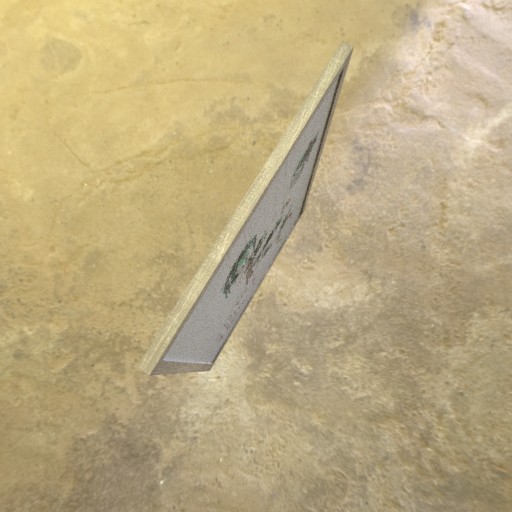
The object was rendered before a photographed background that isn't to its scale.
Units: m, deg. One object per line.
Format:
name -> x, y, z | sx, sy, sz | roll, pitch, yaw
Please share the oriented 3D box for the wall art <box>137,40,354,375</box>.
wall art -> 0.000, 0.000, 1.354 | 0.035, 1.022, 0.781 | 29, 78, 7
